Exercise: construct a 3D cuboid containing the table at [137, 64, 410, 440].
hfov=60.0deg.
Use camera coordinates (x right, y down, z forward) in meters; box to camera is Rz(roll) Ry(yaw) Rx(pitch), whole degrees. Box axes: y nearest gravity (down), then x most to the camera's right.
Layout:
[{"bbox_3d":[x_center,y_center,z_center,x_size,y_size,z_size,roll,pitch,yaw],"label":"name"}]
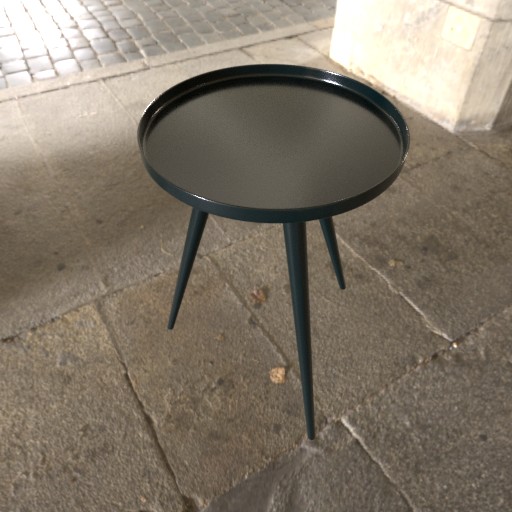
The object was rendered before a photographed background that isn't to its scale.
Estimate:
[{"bbox_3d":[0.000,0.000,0.813,0.415,0.548,0.403,10,48,9],"label":"table"}]
